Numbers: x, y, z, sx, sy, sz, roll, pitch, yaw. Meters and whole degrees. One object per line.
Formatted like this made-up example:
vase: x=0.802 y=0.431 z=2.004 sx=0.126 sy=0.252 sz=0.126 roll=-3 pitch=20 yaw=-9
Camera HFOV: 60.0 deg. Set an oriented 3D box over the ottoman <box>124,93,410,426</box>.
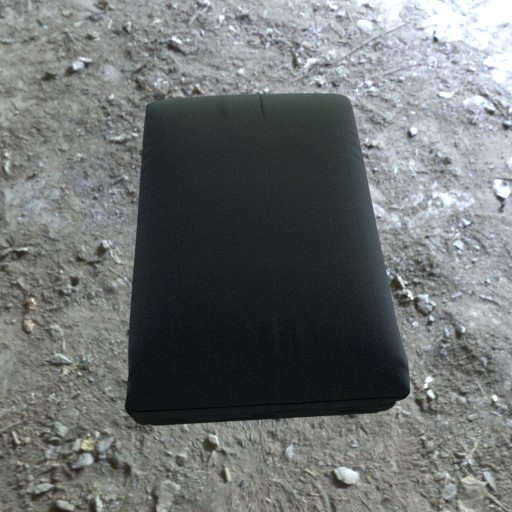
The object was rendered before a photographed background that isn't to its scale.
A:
ottoman: x=0.000 y=0.000 z=1.109 sx=0.558 sy=0.486 sz=0.767 roll=-3 pitch=63 yaw=-1
